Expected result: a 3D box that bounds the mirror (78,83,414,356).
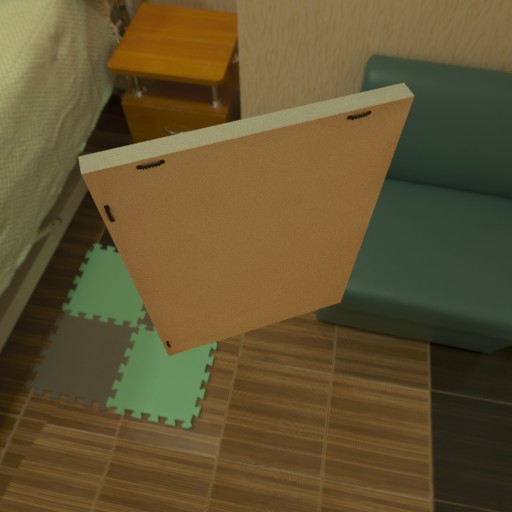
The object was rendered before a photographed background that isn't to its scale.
[{"bbox_3d":[0.000,0.000,0.947,0.507,0.710,0.039,-16,59,-10],"label":"mirror"}]
